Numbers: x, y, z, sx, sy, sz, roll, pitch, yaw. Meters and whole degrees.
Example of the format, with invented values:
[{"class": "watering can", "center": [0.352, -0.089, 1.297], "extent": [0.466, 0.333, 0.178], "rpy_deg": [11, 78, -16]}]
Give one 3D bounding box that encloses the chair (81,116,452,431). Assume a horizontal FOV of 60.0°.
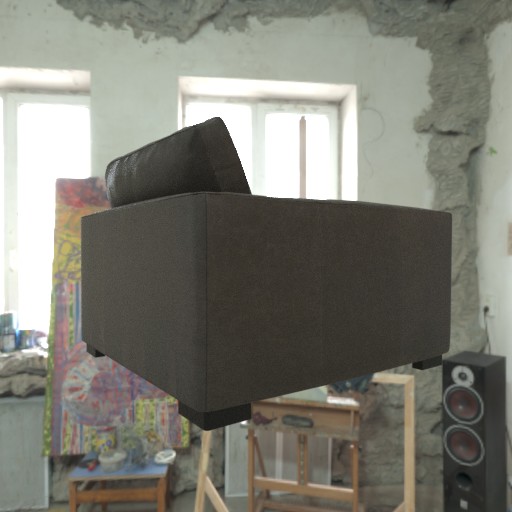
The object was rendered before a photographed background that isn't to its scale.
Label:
[{"class": "chair", "center": [0.000, 0.000, 1.756], "extent": [1.080, 0.807, 1.106], "rpy_deg": [-1, 1, -36]}]
